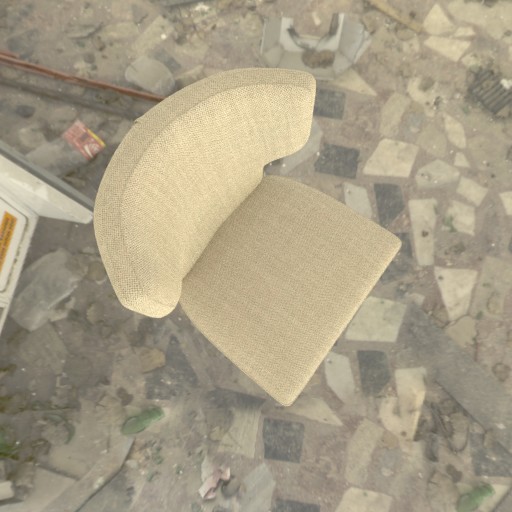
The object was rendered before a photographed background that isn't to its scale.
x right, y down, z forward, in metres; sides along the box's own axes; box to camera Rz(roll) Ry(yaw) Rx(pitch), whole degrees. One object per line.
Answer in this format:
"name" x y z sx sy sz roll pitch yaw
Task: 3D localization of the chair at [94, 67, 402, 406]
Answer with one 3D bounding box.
"chair" 0.000 0.000 1.230 0.617 0.824 0.611 36 78 9
